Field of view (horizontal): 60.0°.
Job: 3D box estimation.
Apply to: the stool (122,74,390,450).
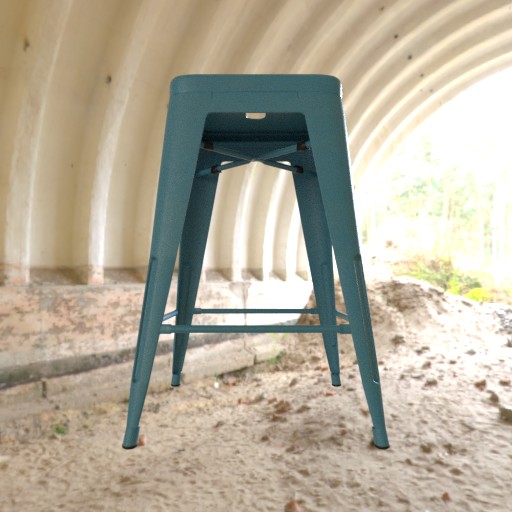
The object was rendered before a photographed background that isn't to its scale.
[{"bbox_3d":[0.000,0.000,0.887,0.410,0.608,0.410,0,-3,0],"label":"stool"}]
